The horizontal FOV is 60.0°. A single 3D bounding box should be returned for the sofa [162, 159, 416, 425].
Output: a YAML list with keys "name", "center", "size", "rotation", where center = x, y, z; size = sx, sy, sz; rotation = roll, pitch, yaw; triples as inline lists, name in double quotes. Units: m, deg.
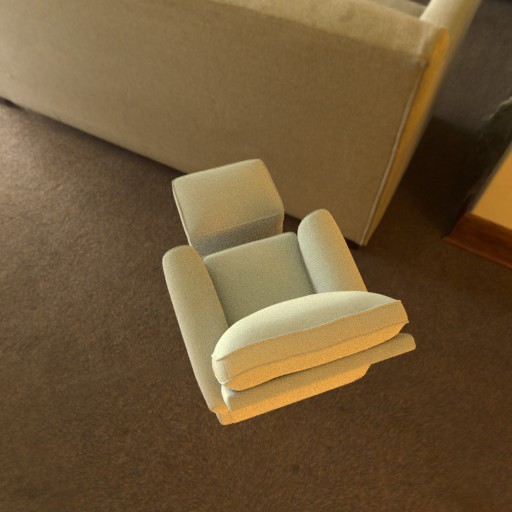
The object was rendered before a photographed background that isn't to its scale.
- name: "sofa"
  center: [0.000, 0.000, 2.132]
  size: [0.880, 0.959, 1.478]
  rotation: [-16, 59, -10]
